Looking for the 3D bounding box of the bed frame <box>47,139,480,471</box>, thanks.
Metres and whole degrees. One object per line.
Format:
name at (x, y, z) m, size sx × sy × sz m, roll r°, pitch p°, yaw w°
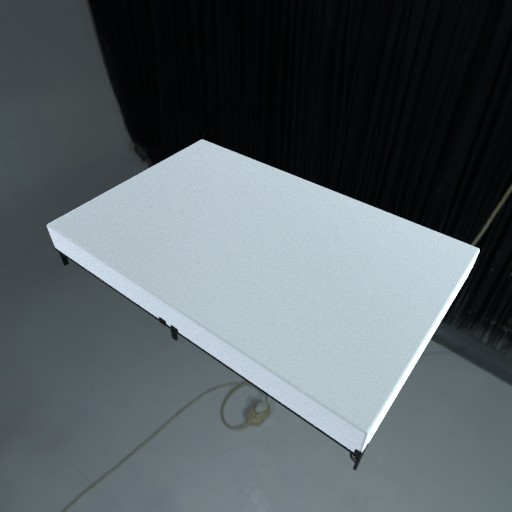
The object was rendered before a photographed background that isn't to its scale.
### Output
bed frame at (0.000, 0.000, 3.736) m, size 2.987 × 0.440 × 1.930 m, roll 27°, pitch 49°, yaw 27°
